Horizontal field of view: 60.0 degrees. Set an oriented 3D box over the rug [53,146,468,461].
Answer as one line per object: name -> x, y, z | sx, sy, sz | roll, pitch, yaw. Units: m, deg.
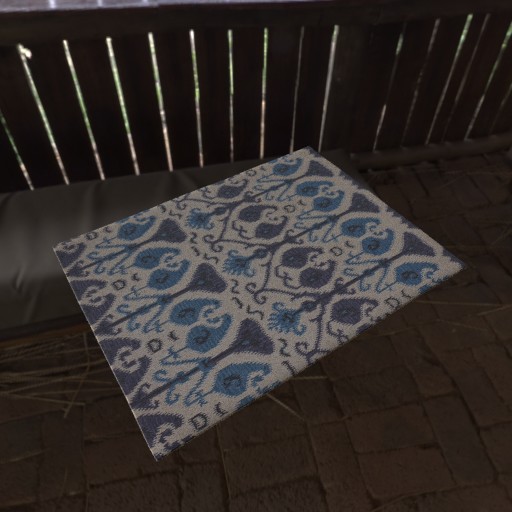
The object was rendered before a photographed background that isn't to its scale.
rug -> 0.000, 0.000, 4.295 | 3.228, 0.024, 2.443 | -26, 52, -22
